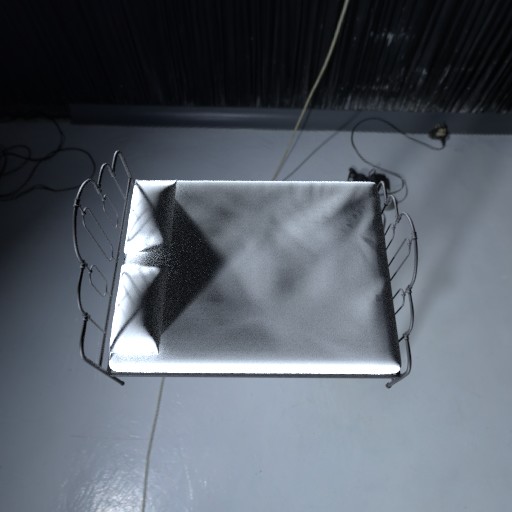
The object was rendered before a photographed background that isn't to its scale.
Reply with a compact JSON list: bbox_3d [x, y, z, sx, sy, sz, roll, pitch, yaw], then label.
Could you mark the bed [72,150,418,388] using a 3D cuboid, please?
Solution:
[{"bbox_3d":[0.000,0.000,3.258,2.163,1.429,1.640,0,64,0],"label":"bed"}]
